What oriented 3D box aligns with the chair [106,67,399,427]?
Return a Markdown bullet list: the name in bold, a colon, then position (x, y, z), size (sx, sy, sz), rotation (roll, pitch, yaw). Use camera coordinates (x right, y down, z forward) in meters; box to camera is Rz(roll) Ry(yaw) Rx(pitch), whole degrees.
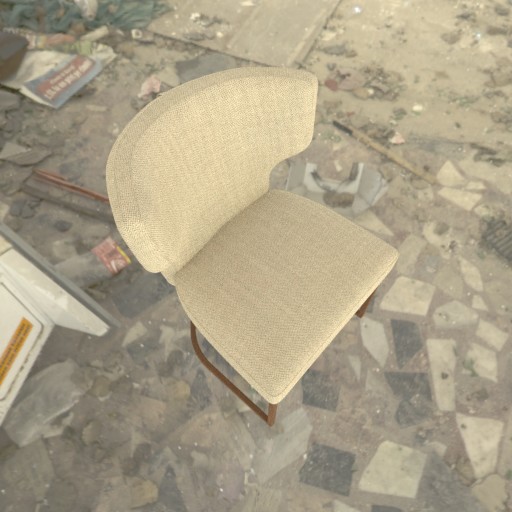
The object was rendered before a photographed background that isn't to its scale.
- **chair**: position (0.000, 0.000, 1.263), size (0.617, 0.824, 0.611), rotation (37, 65, 20)
